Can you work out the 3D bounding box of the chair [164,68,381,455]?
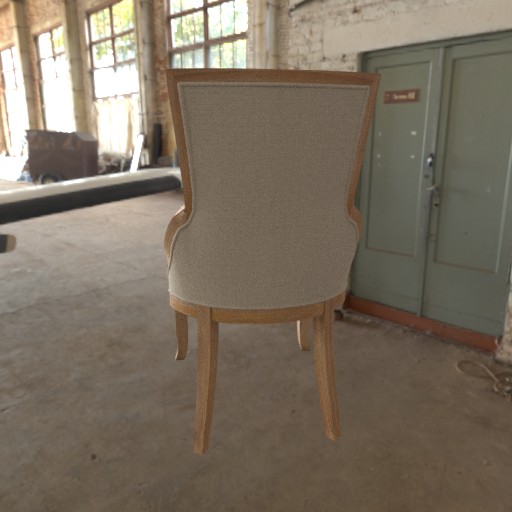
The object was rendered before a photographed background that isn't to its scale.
[{"bbox_3d":[0.000,0.000,1.312,0.524,0.947,0.641,-2,15,-8],"label":"chair"}]
